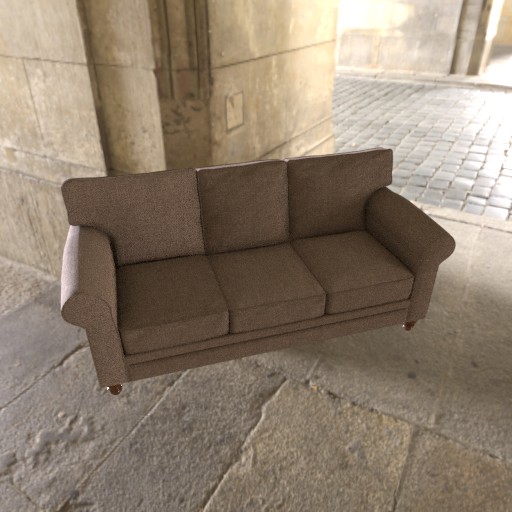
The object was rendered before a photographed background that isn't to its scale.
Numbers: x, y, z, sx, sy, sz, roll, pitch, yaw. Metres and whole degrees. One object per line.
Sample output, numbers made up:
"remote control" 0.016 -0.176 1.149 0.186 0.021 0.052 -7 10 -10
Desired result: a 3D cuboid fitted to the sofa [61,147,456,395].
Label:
"sofa" 0.000 0.000 2.630 2.084 0.961 0.916 -9 32 -14
